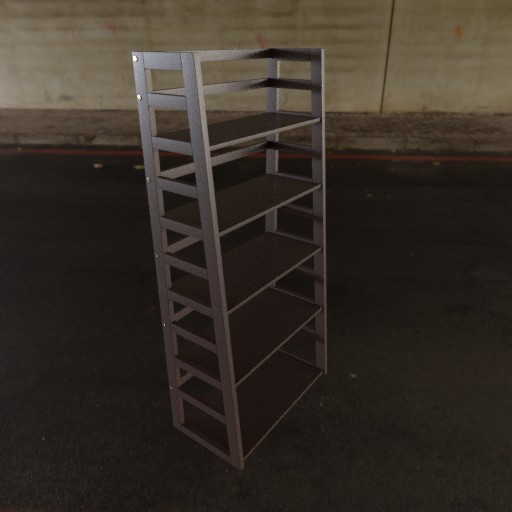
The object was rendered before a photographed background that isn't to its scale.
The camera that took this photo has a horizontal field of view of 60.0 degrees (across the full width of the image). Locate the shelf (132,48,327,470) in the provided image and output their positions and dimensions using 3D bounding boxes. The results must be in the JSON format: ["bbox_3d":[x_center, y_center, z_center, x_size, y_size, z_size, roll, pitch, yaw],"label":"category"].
[{"bbox_3d":[0.000,0.000,1.899,0.403,1.600,0.763,18,31,32],"label":"shelf"}]
